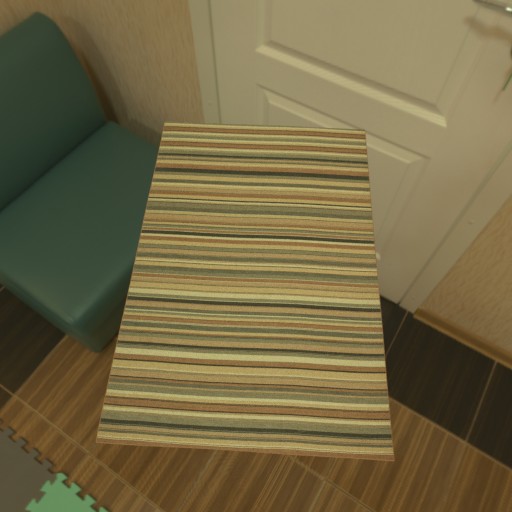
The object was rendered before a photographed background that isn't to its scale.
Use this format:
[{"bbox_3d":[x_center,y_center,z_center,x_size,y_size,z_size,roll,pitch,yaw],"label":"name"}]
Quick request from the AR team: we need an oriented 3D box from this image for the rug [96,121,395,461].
[{"bbox_3d":[0.000,0.000,2.247,1.219,0.008,1.829,3,61,2],"label":"rug"}]
